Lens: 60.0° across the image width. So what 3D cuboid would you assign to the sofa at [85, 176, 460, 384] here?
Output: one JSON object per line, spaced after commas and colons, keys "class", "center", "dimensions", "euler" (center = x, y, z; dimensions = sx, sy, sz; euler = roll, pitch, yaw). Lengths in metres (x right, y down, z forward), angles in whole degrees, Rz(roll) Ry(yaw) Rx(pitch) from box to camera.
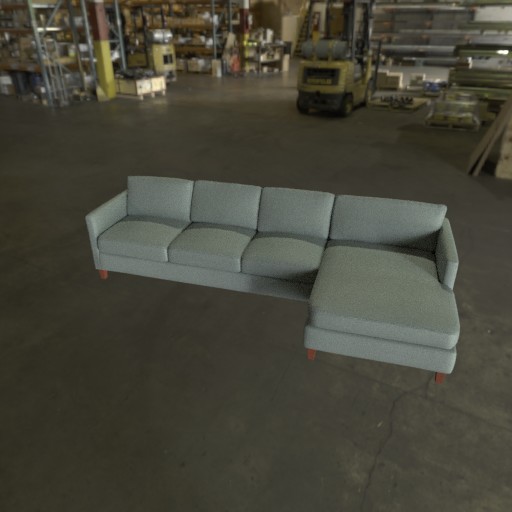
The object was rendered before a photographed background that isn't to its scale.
{"class": "sofa", "center": [0.000, 0.000, 4.154], "dimensions": [3.471, 0.950, 1.604], "euler": [8, 29, 14]}
